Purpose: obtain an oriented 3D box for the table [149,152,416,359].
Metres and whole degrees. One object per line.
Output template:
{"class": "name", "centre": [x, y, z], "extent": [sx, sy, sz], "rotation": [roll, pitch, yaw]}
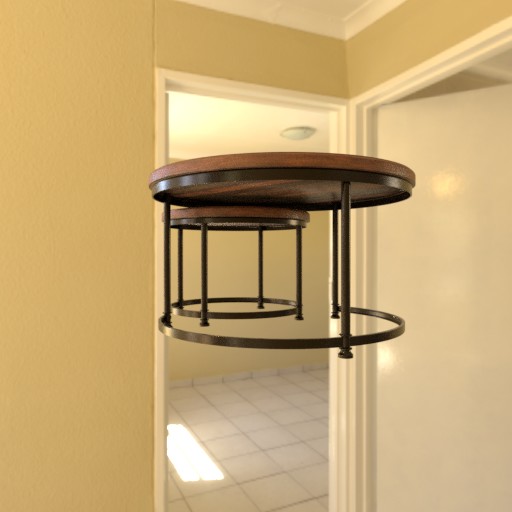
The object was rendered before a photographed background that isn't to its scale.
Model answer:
{"class": "table", "centre": [0.000, 0.000, 1.627], "extent": [0.870, 0.516, 1.152], "rotation": [0, 0, -35]}
